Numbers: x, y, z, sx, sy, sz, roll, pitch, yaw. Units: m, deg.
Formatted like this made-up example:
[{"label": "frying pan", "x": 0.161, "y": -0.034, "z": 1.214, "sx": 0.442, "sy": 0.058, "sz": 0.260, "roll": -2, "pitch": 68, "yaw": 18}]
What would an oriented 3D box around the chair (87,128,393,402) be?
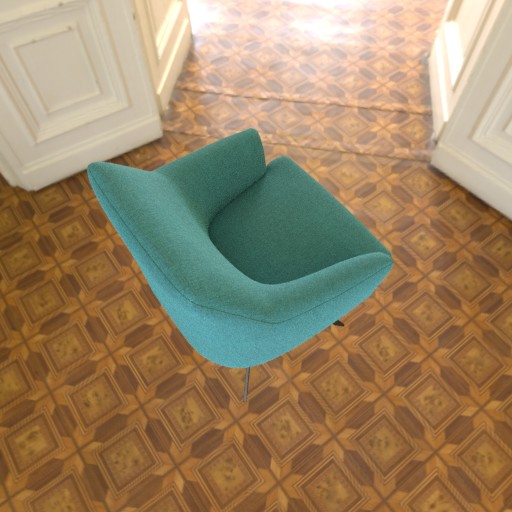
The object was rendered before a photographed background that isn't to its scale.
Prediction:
[{"label": "chair", "x": 0.000, "y": 0.000, "z": 1.359, "sx": 0.677, "sy": 0.874, "sz": 0.642, "roll": -33, "pitch": 64, "yaw": -18}]
